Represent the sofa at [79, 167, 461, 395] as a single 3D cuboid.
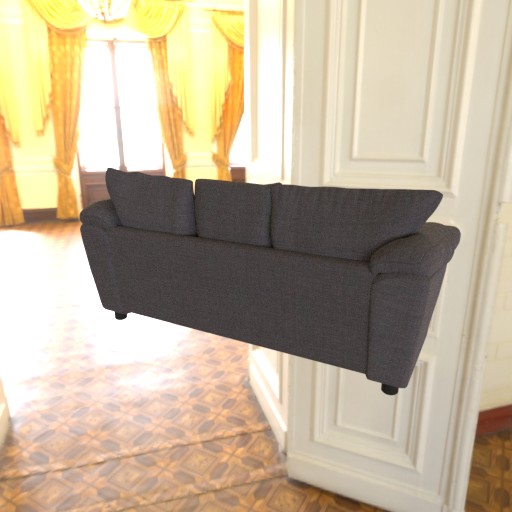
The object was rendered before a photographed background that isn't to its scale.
[{"bbox_3d":[0.000,0.000,2.879,2.336,1.080,0.883,9,19,27],"label":"sofa"}]
